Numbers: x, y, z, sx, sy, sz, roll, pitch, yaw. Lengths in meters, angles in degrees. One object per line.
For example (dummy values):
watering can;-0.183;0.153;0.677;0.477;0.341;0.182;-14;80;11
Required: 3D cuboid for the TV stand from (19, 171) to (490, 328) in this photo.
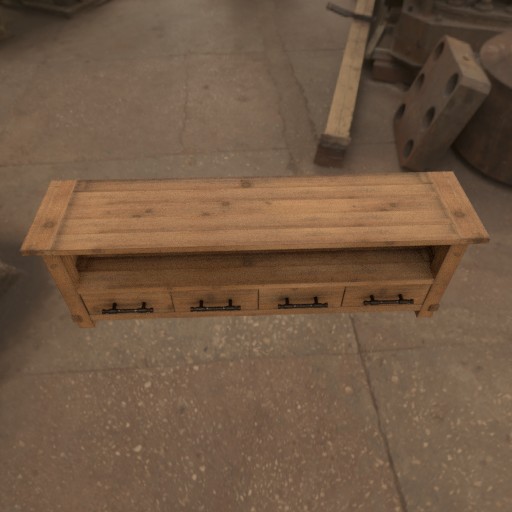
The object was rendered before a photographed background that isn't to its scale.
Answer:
TV stand;0.000;0.000;2.042;1.804;0.573;0.453;-2;47;-1
